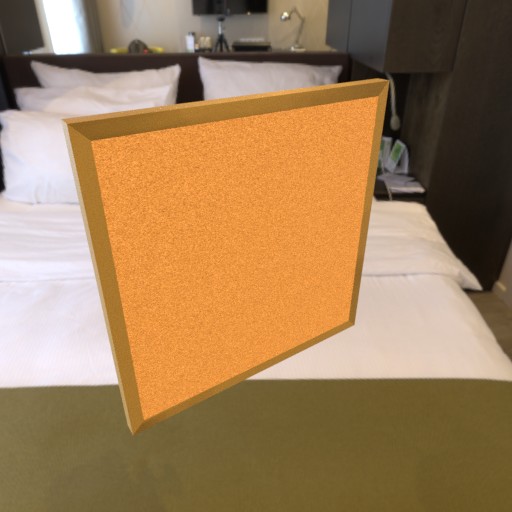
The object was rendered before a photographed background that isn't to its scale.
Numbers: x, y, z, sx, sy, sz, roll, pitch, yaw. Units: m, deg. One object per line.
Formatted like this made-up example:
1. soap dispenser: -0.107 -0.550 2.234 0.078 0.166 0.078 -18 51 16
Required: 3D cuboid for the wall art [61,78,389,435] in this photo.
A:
1. wall art: 0.000 0.000 1.105 0.762 0.762 0.038 -19 35 -29
